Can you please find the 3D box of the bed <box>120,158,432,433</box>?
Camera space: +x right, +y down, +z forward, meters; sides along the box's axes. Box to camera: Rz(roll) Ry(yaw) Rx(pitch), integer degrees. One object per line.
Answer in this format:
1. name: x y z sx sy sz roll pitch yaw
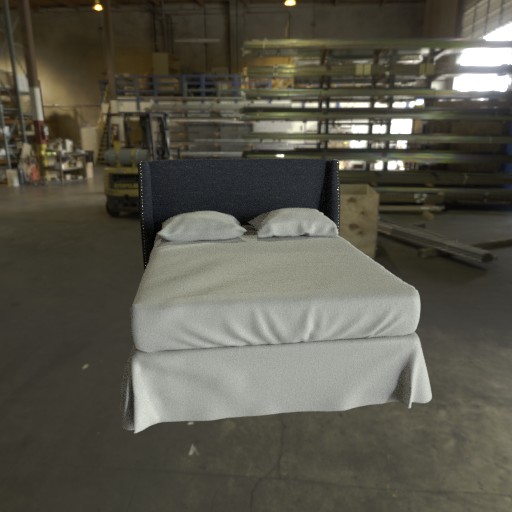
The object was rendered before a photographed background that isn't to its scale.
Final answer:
1. bed: 0.000 0.000 3.381 1.925 1.332 2.276 -2 16 -7
